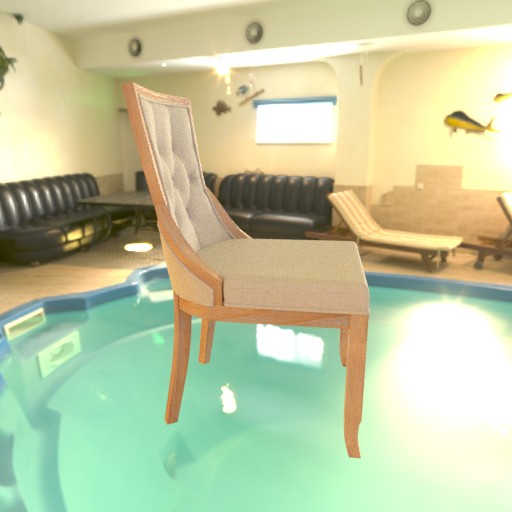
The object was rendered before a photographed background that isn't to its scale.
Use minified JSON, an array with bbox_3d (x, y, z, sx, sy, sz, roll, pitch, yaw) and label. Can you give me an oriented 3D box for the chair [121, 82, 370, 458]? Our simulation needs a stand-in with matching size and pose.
[{"bbox_3d":[0.000,0.000,1.345,0.641,0.947,0.524,2,15,9],"label":"chair"}]
